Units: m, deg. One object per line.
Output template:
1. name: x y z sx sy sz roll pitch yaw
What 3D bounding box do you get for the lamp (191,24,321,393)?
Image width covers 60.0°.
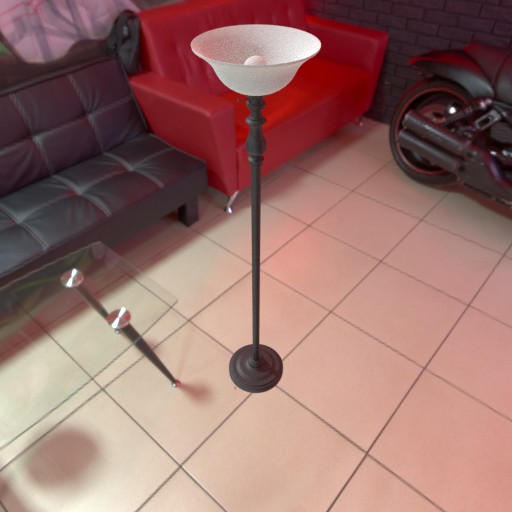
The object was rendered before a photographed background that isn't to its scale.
1. lamp: 0.000 0.000 1.988 0.405 1.797 0.405 -11 43 -12
